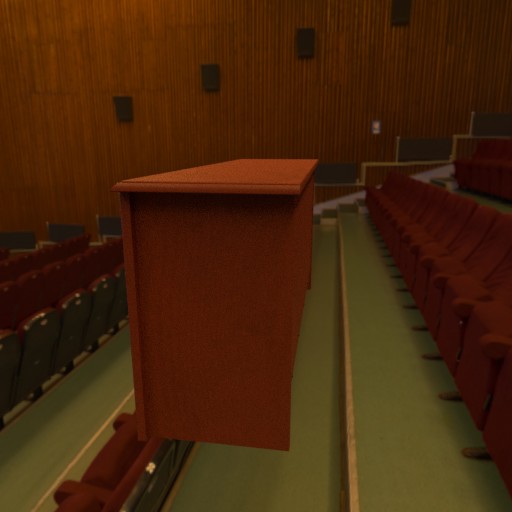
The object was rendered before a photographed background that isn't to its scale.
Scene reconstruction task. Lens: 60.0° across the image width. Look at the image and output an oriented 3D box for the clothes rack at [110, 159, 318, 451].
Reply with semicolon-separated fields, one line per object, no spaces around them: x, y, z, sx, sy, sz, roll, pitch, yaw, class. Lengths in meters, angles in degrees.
0.000;0.000;1.489;0.362;0.594;1.251;2;14;9;clothes rack
